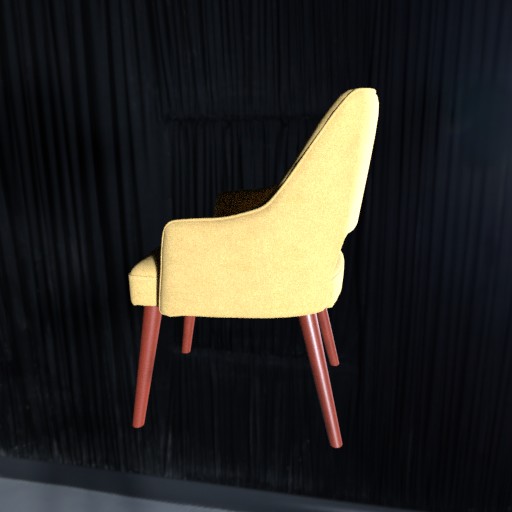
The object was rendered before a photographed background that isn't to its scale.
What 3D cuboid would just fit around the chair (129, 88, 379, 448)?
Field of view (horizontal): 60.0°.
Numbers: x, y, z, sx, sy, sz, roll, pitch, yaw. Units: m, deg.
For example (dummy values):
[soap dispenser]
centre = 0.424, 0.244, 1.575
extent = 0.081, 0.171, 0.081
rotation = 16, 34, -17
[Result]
[chair]
centre = 0.000, 0.000, 1.230
extent = 0.605, 0.849, 0.548
rotation = 2, 16, 9
